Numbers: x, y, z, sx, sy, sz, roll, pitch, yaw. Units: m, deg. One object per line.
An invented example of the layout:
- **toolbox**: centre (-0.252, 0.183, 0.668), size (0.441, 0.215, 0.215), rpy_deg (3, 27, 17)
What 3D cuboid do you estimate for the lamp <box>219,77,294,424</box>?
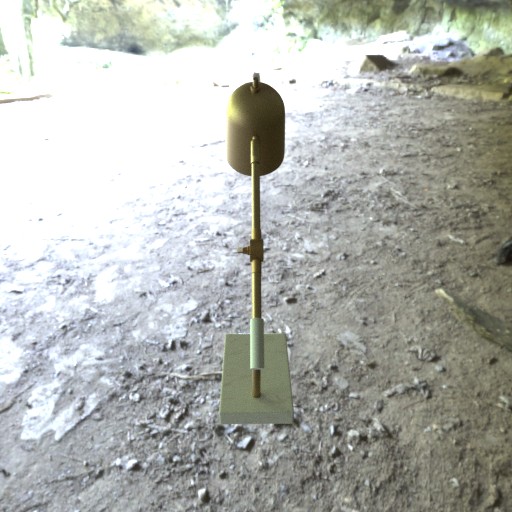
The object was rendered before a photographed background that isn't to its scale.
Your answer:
- **lamp**: centre (0.000, 0.000, 0.831), size (0.144, 0.603, 0.471), rpy_deg (0, 30, 0)
